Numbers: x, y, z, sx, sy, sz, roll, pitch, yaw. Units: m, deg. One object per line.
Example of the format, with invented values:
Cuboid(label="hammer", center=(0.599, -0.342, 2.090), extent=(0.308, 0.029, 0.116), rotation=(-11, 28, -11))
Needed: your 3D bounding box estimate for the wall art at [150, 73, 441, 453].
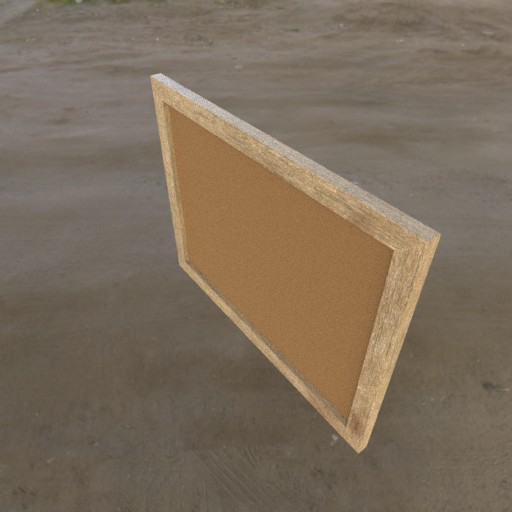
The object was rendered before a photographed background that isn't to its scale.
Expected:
Cuboid(label="wall art", center=(0.000, 0.000, 0.902), extent=(0.026, 0.535, 0.690), rotation=(-27, 48, -27))
